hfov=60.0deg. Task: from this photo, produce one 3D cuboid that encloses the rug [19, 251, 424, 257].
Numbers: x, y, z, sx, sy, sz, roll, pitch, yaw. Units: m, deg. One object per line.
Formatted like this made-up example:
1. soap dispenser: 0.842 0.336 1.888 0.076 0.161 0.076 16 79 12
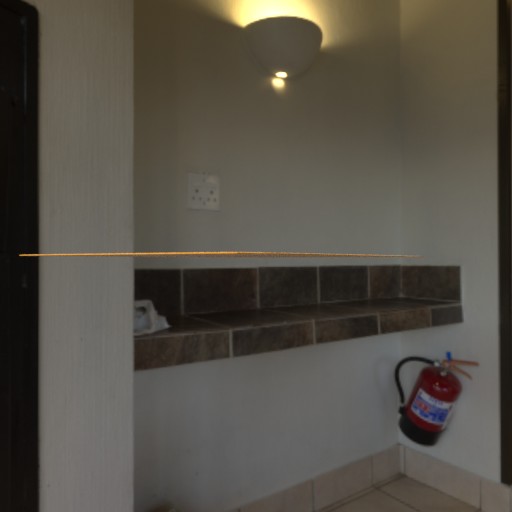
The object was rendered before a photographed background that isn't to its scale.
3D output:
1. rug: 0.000 0.000 2.939 1.525 0.007 2.336 0 -1 36
